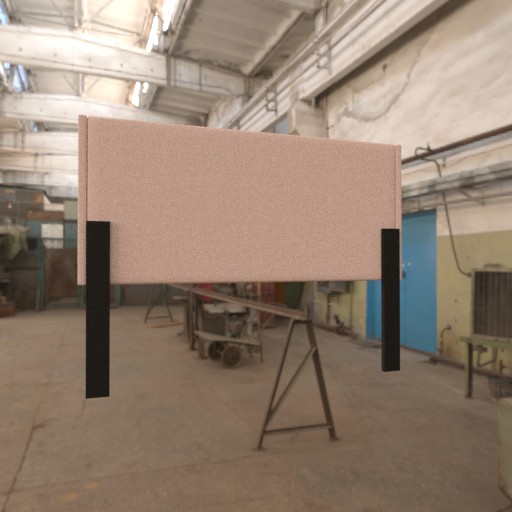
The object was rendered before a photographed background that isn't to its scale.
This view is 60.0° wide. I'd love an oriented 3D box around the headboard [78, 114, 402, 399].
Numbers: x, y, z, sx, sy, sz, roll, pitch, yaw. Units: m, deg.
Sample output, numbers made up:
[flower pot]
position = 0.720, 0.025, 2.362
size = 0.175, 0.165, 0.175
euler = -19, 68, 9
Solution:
[headboard]
position = 0.000, 0.000, 2.748
size = 2.051, 1.524, 0.184
euler = 0, -1, -18
